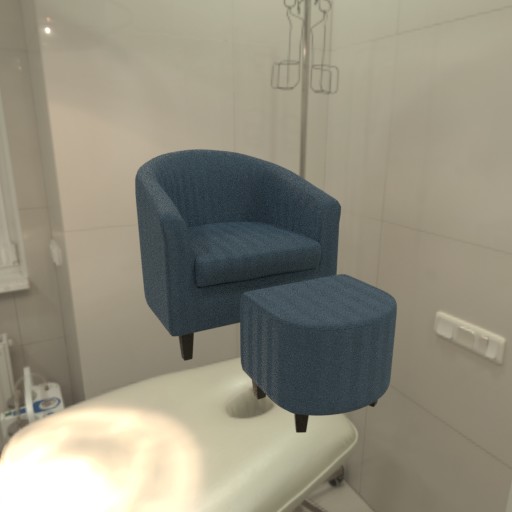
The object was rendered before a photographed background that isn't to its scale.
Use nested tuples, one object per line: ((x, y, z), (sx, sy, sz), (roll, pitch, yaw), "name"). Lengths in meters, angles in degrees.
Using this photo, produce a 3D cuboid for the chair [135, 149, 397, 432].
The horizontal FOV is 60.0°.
((0.000, 0.000, 1.726), (0.756, 0.757, 1.288), (-8, 18, -27), "chair")
